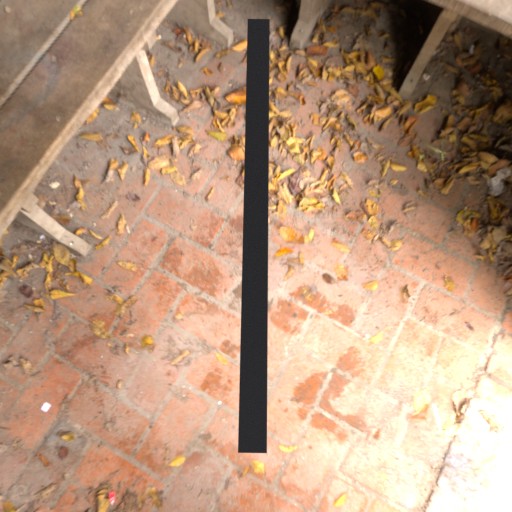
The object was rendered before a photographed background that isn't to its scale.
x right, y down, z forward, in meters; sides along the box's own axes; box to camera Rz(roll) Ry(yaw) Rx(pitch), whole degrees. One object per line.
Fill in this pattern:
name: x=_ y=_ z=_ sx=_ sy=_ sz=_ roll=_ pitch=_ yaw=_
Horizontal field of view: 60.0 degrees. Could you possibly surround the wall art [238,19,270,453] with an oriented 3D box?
wall art: x=0.000 y=0.000 z=0.758 sx=0.030 sy=0.454 sz=0.554 roll=1 pitch=75 yaw=0
